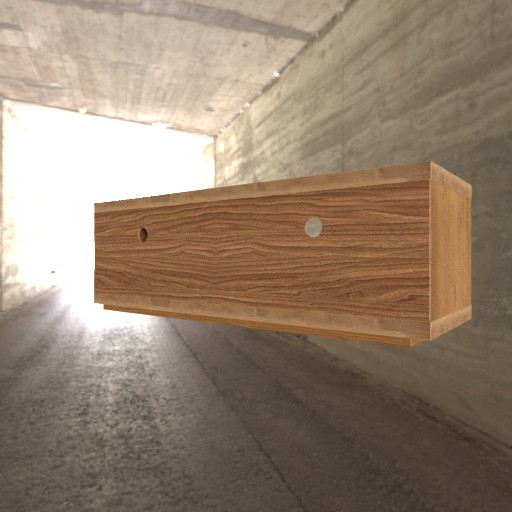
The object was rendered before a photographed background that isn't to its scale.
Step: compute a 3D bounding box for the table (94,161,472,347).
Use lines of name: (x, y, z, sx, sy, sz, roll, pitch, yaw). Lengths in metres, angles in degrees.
table: (0.000, 0.000, 1.789, 1.499, 0.491, 0.499, 0, 0, 37)
